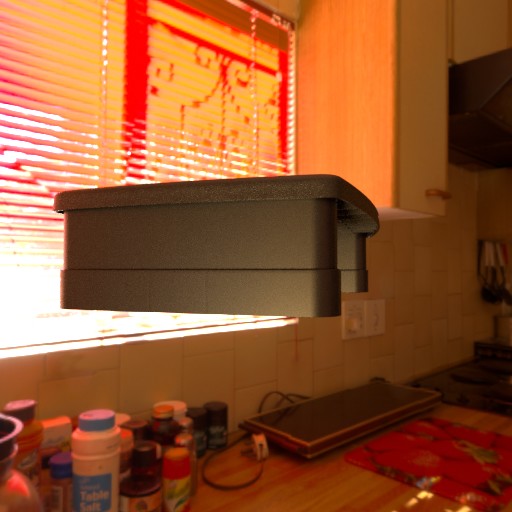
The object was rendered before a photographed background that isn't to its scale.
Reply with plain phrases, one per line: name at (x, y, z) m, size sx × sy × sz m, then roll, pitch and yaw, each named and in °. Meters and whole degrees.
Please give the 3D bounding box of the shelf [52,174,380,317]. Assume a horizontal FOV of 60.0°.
shelf at (0.000, 0.000, 0.520) m, size 0.280 × 0.100 × 0.410 m, roll -1°, pitch -2°, yaw 17°
